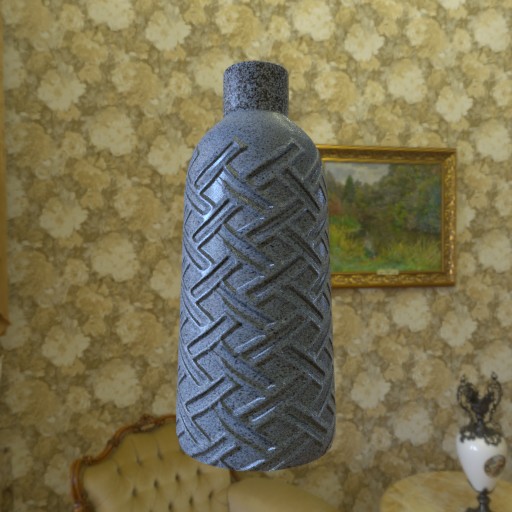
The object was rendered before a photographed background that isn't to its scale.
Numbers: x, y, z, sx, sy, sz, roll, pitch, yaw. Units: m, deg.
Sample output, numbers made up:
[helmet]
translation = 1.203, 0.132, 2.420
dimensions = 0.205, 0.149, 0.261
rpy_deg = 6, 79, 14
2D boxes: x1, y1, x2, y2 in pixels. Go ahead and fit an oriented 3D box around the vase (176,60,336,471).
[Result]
[vase]
translation = 0.000, 0.000, 0.344
dimensions = 0.122, 0.282, 0.122
rpy_deg = 0, 0, 0
